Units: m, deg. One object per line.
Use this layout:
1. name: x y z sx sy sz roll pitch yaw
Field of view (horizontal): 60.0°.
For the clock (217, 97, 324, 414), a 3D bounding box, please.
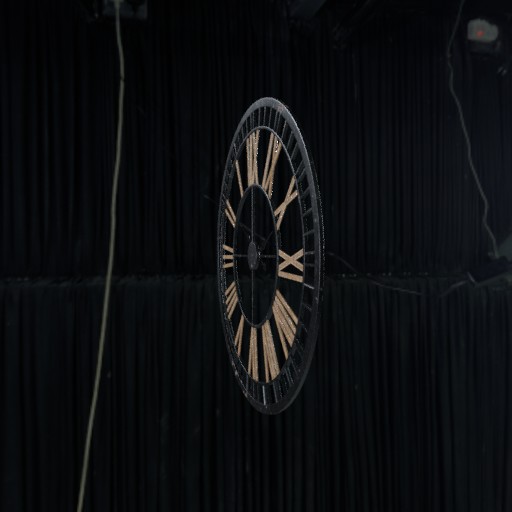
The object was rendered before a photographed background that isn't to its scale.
1. clock: 0.000 0.000 1.248 0.025 0.843 0.843 0 1 -18
